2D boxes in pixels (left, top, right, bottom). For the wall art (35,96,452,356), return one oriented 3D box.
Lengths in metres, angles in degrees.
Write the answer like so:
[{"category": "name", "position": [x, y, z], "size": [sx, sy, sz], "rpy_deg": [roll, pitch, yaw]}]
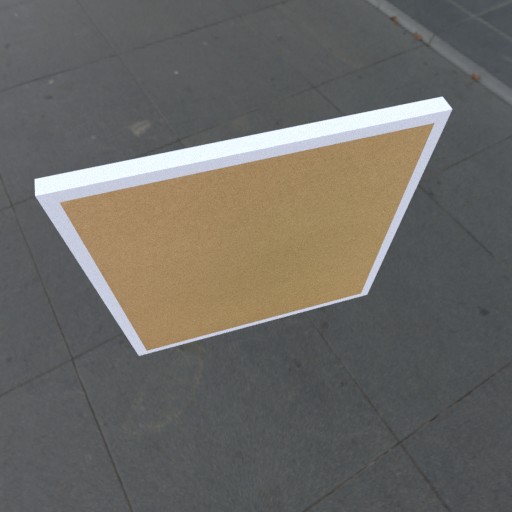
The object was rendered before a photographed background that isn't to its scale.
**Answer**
[{"category": "wall art", "position": [0.000, 0.000, 1.113], "size": [0.763, 0.761, 0.038], "rpy_deg": [-14, 59, -9]}]
